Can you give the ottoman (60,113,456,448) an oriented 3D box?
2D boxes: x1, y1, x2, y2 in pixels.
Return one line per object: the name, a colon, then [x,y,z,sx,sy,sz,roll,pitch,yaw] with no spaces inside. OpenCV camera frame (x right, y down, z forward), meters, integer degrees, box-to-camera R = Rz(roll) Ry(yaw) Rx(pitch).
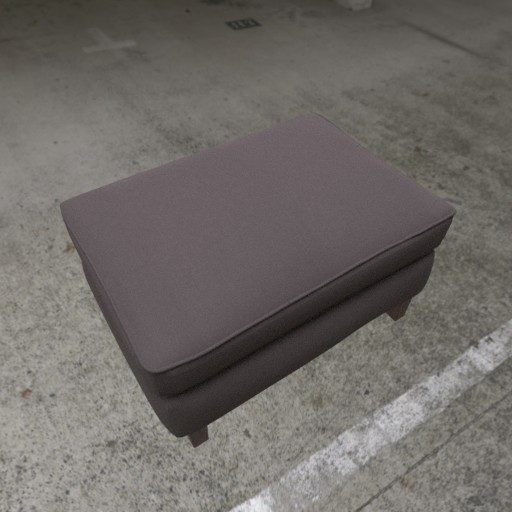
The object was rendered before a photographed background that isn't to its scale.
ottoman: [0.000,0.000,0.997,0.686,0.406,0.508,-26,52,-22]
